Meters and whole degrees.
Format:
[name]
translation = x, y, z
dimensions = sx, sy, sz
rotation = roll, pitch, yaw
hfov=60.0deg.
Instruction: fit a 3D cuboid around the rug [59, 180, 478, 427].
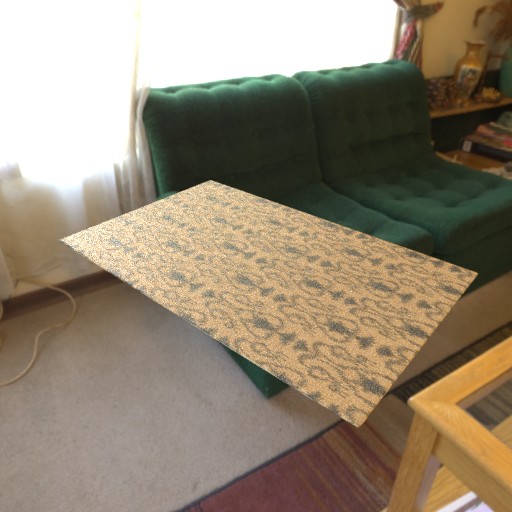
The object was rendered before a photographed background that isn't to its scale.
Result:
[rug]
translation = 0.000, 0.000, 2.041
dimensions = 1.652, 0.006, 1.035
rotation = 24, 39, 34
